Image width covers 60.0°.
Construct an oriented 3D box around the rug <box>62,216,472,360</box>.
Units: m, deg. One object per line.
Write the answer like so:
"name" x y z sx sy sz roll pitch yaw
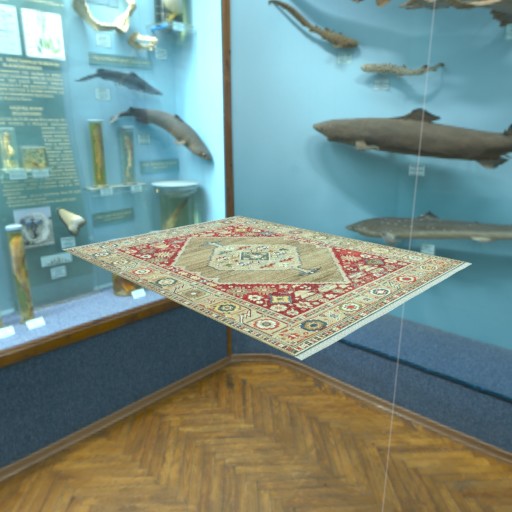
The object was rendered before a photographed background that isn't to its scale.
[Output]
"rug" 0.000 0.000 4.280 3.143 0.008 2.451 16 23 42
